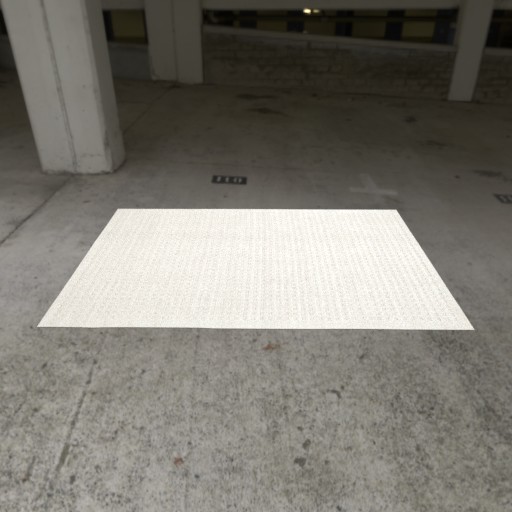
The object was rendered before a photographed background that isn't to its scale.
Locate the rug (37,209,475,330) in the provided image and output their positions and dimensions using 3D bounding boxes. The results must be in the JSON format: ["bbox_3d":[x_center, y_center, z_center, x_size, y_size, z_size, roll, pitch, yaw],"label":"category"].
[{"bbox_3d":[0.000,0.000,2.974,2.289,0.006,1.523,0,30,0],"label":"rug"}]
